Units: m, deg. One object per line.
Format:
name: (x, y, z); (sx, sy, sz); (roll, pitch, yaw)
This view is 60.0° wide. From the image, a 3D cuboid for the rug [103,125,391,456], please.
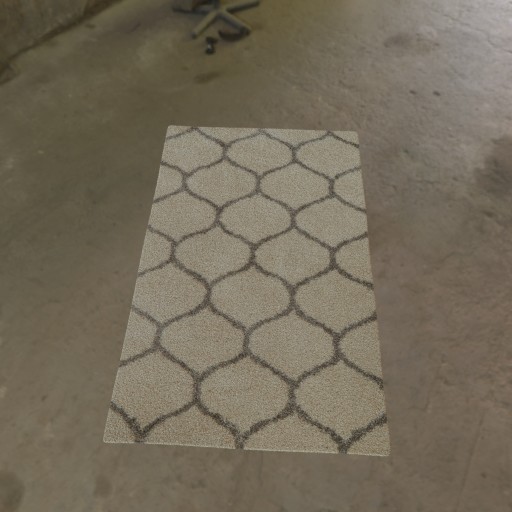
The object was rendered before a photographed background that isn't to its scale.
rug: (0.000, 0.000, 2.907); (1.501, 0.024, 2.348); (2, 59, 1)
